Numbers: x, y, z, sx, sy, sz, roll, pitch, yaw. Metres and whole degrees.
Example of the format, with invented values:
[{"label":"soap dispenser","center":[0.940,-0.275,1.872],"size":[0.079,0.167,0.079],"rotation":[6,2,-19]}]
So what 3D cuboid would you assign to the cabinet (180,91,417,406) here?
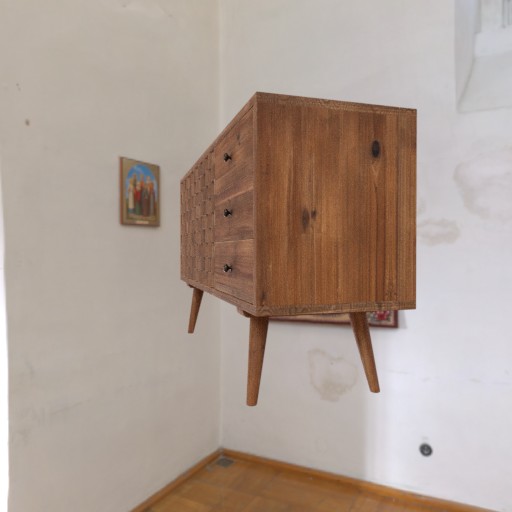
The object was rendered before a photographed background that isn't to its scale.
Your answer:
[{"label":"cabinet","center":[0.000,0.000,1.788],"size":[0.472,0.800,1.400],"rotation":[0,1,-17]}]
